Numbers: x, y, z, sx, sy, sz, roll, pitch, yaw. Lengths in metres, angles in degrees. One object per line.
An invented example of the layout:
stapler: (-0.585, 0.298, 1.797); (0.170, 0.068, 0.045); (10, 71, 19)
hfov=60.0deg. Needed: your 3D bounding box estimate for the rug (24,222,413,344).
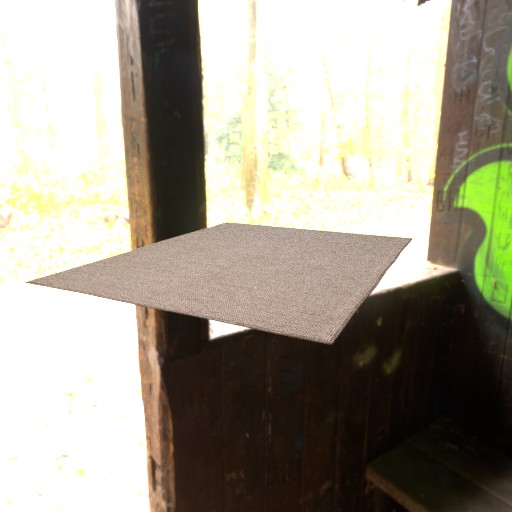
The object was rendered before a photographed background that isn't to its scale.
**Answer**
rug: (0.000, 0.000, 4.144); (2.406, 0.012, 3.034); (7, 16, 26)
